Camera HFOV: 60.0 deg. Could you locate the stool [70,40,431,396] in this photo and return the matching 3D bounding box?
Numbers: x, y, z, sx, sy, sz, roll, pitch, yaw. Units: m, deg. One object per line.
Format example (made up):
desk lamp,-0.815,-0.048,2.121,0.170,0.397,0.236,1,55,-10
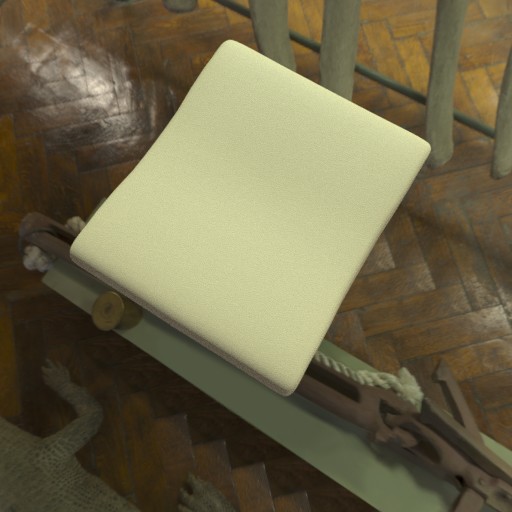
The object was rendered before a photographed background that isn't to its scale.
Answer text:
stool,0.000,0.000,1.050,0.401,0.762,0.471,31,78,8
